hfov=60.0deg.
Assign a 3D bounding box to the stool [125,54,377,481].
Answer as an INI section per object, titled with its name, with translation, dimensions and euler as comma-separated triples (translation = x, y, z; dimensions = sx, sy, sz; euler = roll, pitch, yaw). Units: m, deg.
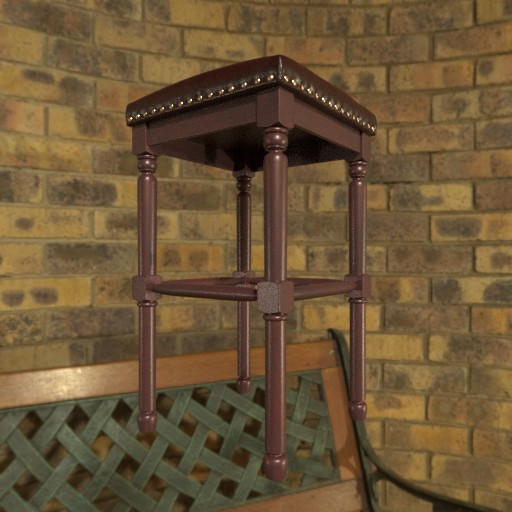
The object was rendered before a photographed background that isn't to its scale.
[stool]
translation = 0.000, 0.000, 0.928
dimensions = 0.383, 0.702, 0.382
euler = 0, 0, 37
